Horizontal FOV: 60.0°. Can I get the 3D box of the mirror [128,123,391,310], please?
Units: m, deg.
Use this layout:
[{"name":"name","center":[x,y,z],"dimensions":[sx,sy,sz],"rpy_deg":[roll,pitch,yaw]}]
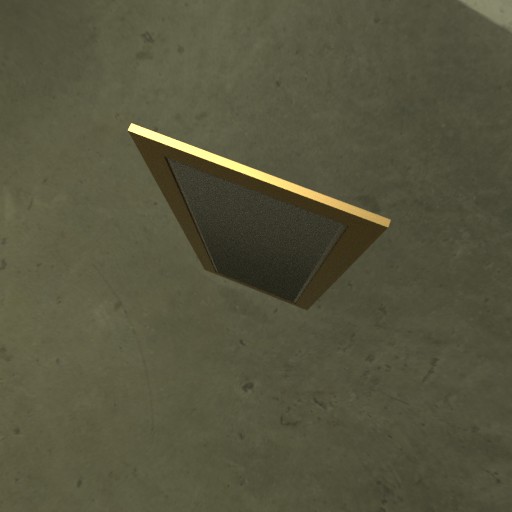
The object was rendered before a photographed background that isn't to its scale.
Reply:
[{"name":"mirror","center":[0.000,0.000,2.274],"dimensions":[0.812,2.031,0.025],"rpy_deg":[21,77,5]}]
